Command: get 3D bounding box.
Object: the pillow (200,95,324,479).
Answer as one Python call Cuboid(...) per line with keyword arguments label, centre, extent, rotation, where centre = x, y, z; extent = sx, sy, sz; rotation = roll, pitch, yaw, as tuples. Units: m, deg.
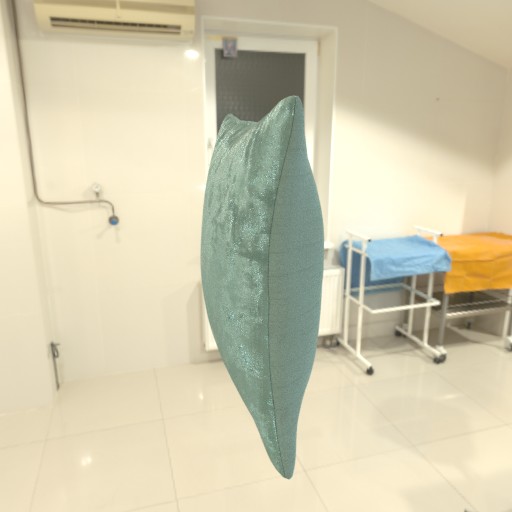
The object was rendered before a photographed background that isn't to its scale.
Cuboid(label="pillow", centre=(0.000, 0.000, 0.720), extent=(0.175, 0.464, 0.470), rotation=(-3, 15, -10))
